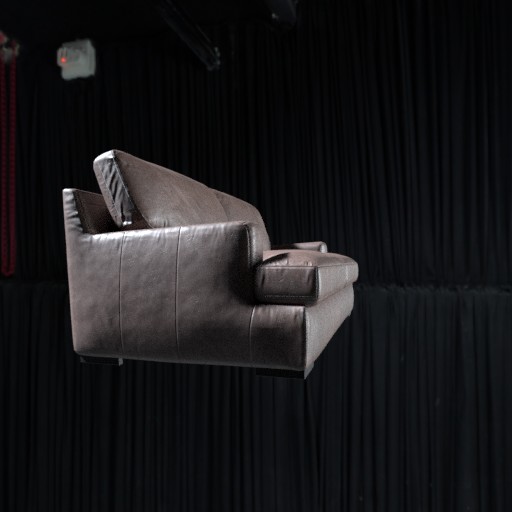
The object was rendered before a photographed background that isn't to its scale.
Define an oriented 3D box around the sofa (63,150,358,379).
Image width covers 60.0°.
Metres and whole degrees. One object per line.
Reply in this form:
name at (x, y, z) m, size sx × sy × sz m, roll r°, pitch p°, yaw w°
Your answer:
sofa at (0.000, 0.000, 2.815) m, size 1.143 × 0.941 × 2.261 m, roll 0°, pitch -1°, yaw 17°
